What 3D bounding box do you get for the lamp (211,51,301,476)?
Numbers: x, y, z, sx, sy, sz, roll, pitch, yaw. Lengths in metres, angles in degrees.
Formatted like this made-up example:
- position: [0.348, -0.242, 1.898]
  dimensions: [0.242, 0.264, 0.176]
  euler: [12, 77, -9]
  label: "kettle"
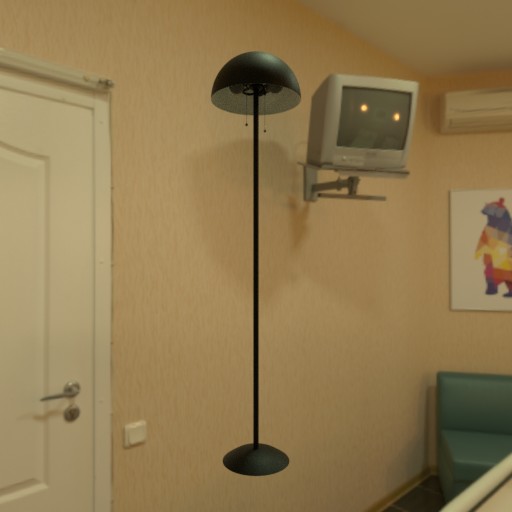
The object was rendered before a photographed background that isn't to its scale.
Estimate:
- position: [0.000, 0.000, 1.614]
  dimensions: [0.328, 1.480, 0.328]
  euler: [0, 0, 18]
  label: "lamp"
